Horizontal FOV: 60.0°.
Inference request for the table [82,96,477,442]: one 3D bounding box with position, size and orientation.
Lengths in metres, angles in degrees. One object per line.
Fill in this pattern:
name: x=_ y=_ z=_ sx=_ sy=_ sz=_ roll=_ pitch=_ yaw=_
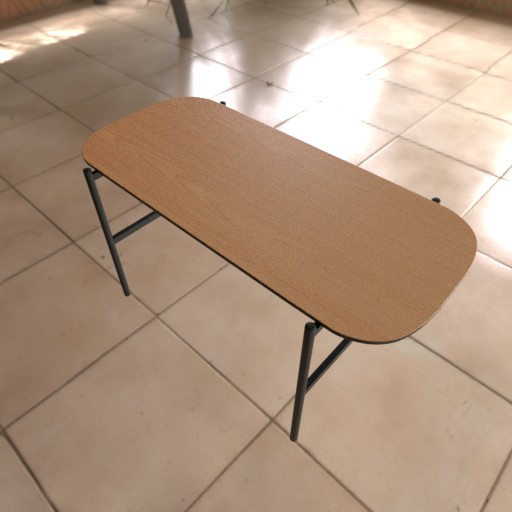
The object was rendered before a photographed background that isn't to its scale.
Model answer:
table: x=0.000 y=0.000 z=0.998 sx=0.800 sy=0.400 sz=0.400 roll=33 pitch=54 yaw=28
